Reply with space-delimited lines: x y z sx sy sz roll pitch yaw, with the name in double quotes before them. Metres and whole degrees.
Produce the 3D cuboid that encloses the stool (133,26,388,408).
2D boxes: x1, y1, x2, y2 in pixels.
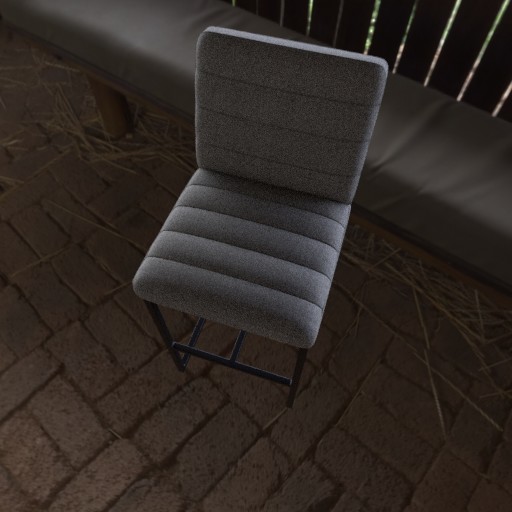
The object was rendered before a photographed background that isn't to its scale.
"stool" 0.000 0.000 1.307 0.459 1.034 0.571 15 59 10
